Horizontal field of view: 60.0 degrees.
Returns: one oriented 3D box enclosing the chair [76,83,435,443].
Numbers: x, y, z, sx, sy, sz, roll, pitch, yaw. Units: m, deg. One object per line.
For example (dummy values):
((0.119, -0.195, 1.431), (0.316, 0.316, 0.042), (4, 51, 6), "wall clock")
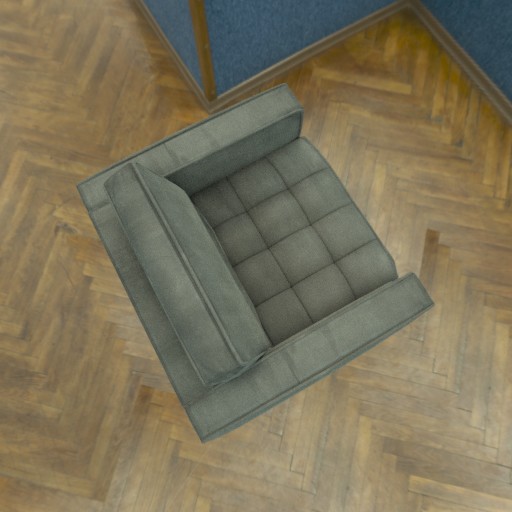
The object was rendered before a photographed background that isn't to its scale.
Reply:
((0.000, 0.000, 1.540), (0.843, 0.773, 0.928), (-28, 76, -8), "chair")
